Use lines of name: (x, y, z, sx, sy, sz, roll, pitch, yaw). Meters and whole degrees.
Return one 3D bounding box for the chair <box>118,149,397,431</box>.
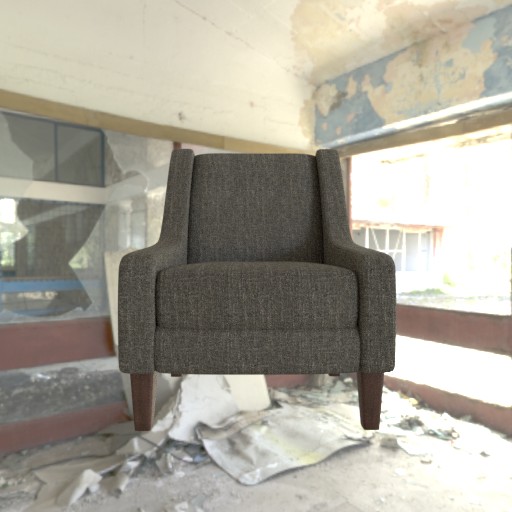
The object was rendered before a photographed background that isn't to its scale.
chair: (0.000, 0.000, 1.693, 0.793, 1.012, 0.944, 0, 0, -1)
